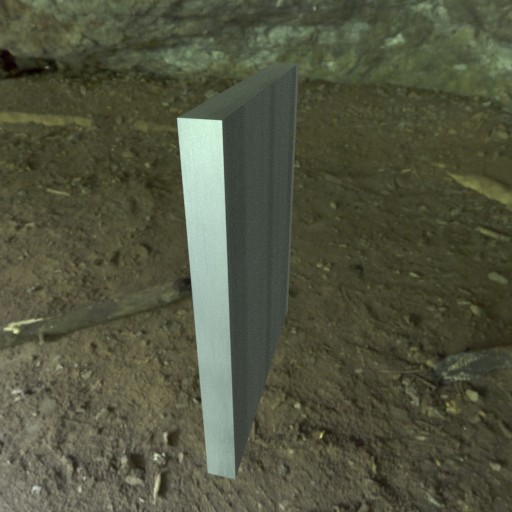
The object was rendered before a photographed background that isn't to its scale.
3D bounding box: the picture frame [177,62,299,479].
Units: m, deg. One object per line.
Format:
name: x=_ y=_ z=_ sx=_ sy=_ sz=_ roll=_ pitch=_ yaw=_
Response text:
picture frame: x=0.000 y=0.000 z=0.753 sx=0.046 sy=0.555 sz=0.449 roll=7 pitch=31 yaw=12
